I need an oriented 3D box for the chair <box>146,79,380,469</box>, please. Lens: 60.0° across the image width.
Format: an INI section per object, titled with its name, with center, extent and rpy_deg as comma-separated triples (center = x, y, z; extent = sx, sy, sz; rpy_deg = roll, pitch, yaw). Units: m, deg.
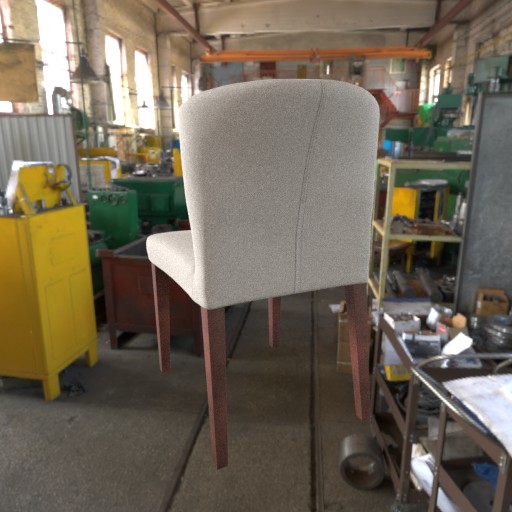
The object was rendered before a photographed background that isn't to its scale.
[chair]
center = 0.000, 0.000, 1.209
extent = 0.491, 0.839, 0.592
rpy_deg = -7, 16, -26
